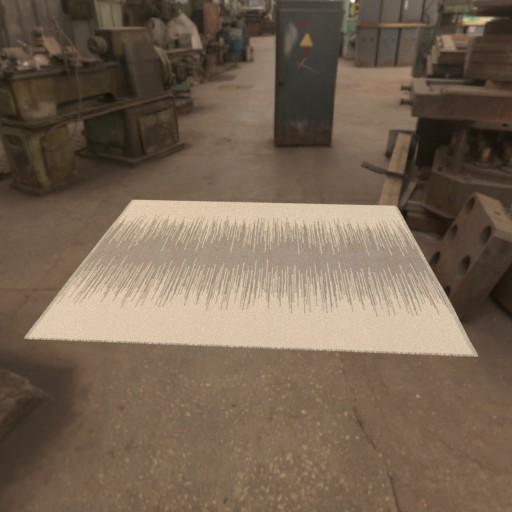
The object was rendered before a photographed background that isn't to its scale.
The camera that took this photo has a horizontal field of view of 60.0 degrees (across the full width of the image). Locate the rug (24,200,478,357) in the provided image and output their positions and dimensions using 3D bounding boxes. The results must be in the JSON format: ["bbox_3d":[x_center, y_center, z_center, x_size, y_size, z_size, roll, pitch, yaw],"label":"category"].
[{"bbox_3d":[0.000,0.000,3.997,3.037,0.010,2.453,2,30,3],"label":"rug"}]
